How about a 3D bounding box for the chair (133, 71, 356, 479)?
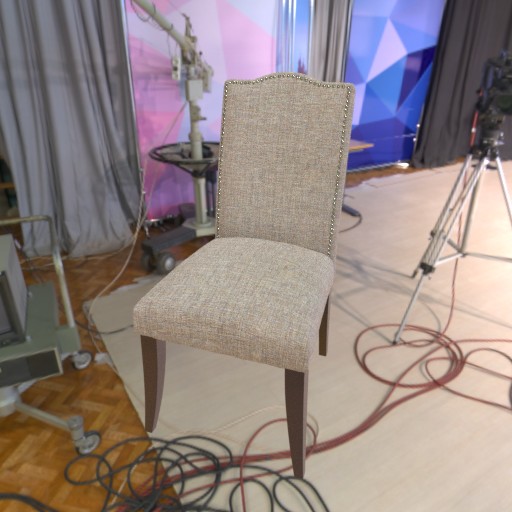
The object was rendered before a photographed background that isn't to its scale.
[{"bbox_3d":[0.000,0.000,1.375,0.513,1.016,0.660,9,28,17],"label":"chair"}]
